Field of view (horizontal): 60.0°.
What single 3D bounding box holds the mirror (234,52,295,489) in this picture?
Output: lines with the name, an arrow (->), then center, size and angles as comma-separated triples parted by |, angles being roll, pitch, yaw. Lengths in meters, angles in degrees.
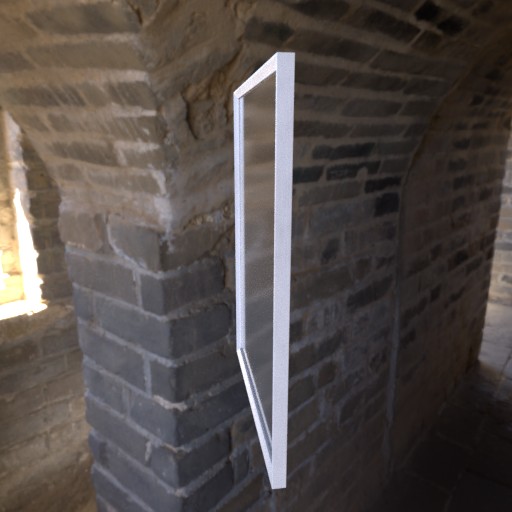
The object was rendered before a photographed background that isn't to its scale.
mirror -> 0.000, 0.000, 1.354 | 0.041, 1.016, 0.762 | -2, 15, -9
